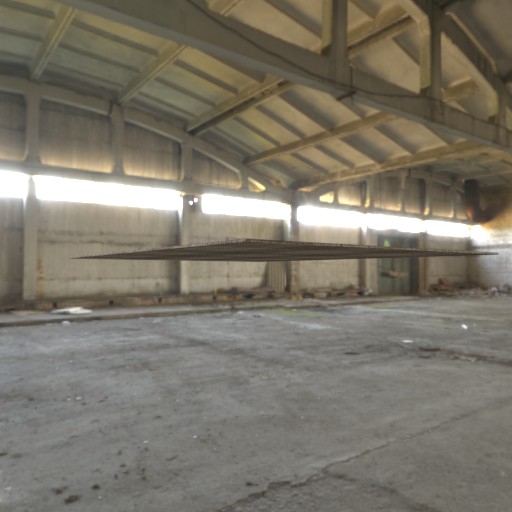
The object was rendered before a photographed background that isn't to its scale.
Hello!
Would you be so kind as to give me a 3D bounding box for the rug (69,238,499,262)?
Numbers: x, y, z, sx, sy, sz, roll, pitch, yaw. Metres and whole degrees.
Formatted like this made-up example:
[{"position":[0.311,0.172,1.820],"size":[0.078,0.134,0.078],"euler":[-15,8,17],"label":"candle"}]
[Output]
[{"position":[0.000,0.000,3.803],"size":[2.317,0.016,2.959],"euler":[2,-3,-37],"label":"rug"}]
